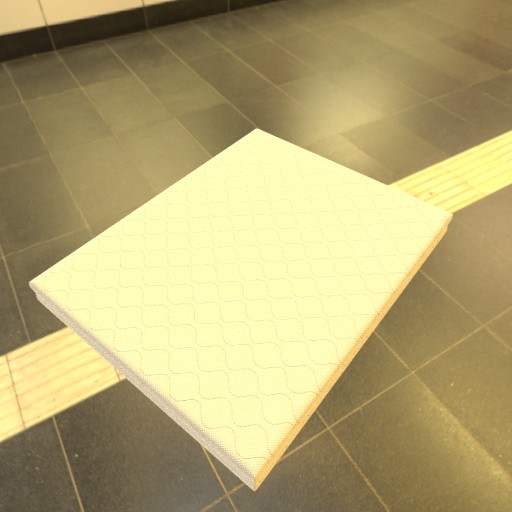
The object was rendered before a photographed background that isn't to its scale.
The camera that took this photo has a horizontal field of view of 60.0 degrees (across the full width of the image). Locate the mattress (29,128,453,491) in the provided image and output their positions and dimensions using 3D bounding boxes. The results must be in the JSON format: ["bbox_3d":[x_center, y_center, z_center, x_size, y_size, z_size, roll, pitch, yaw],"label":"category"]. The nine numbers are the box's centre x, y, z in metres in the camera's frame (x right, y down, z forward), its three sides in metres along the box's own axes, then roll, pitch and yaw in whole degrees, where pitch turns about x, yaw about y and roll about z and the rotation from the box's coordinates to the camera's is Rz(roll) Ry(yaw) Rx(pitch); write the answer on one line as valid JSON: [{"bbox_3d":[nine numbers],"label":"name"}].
[{"bbox_3d":[0.000,0.000,2.671,1.600,0.200,2.000,31,55,25],"label":"mattress"}]
